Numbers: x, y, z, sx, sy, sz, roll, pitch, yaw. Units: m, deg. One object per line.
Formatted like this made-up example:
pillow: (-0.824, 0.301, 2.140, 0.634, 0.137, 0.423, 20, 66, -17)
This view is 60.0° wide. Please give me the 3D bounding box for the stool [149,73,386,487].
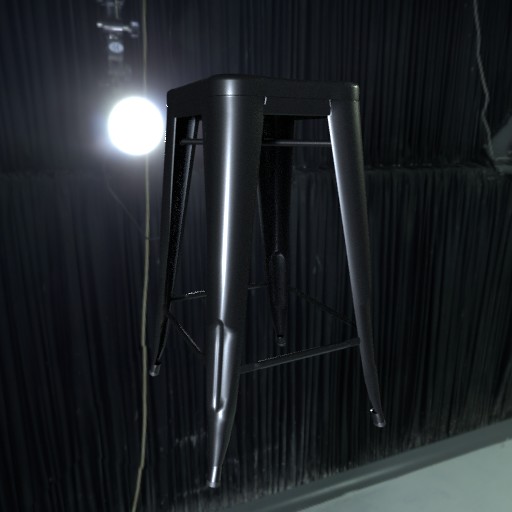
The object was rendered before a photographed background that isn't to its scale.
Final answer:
stool: (0.000, 0.000, 0.849, 0.359, 0.609, 0.399, -7, 17, -26)
